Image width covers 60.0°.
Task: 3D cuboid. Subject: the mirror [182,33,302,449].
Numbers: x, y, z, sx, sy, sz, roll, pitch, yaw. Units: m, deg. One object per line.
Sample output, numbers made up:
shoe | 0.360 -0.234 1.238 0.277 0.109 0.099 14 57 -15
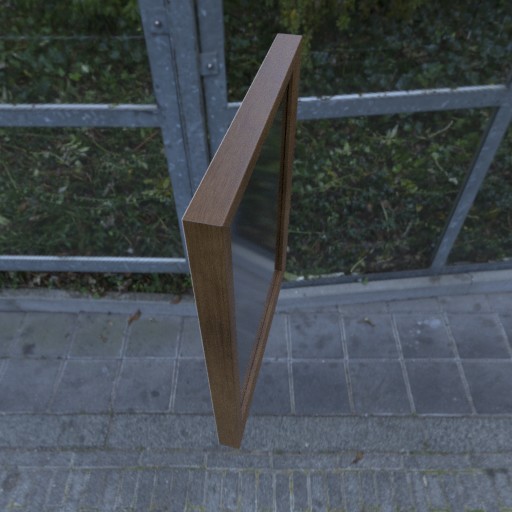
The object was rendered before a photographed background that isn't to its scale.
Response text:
mirror | 0.000 0.000 0.686 0.041 0.508 0.405 10 48 9
